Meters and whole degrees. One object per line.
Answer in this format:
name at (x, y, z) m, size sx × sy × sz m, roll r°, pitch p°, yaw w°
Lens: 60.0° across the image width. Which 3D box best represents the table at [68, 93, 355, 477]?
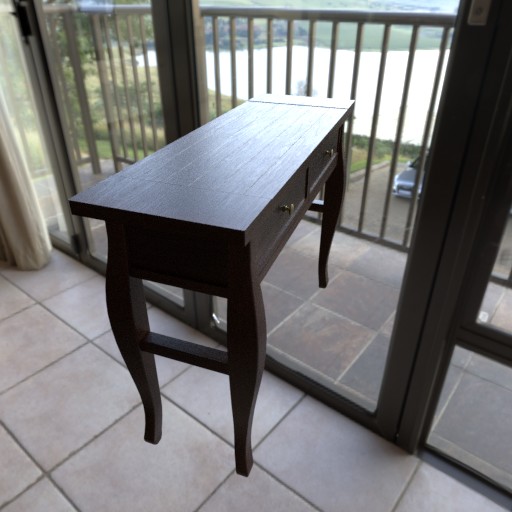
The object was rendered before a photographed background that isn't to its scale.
table at (0.000, 0.000, 1.400) m, size 0.373 × 0.768 × 1.062 m, roll 11°, pitch 33°, yaw 17°
